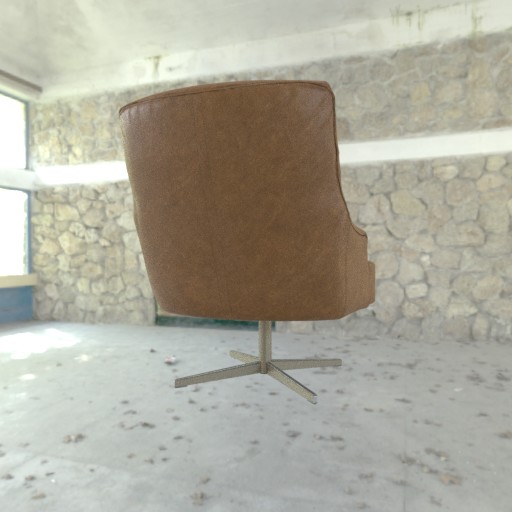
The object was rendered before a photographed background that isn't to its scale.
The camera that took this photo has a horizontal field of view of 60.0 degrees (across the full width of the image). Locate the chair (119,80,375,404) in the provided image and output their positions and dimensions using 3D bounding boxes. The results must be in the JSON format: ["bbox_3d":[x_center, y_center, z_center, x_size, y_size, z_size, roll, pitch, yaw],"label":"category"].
[{"bbox_3d":[0.000,0.000,1.508,0.729,0.869,0.874,0,0,20],"label":"chair"}]
